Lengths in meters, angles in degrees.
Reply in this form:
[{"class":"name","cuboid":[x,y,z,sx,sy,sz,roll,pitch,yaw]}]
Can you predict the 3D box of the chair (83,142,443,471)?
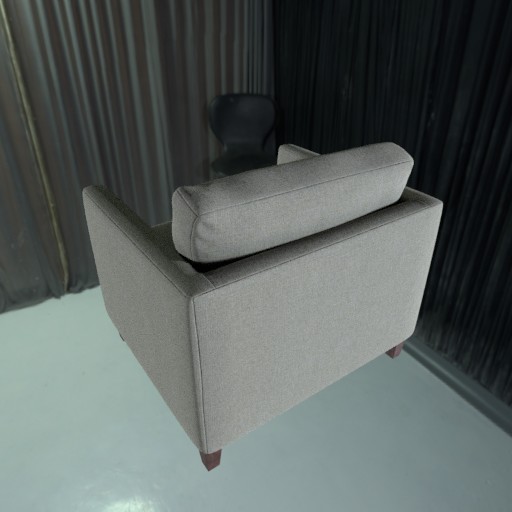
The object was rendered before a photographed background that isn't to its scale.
[{"class":"chair","cuboid":[0.000,0.000,1.844,1.107,0.963,0.959,-20,36,-30]}]
